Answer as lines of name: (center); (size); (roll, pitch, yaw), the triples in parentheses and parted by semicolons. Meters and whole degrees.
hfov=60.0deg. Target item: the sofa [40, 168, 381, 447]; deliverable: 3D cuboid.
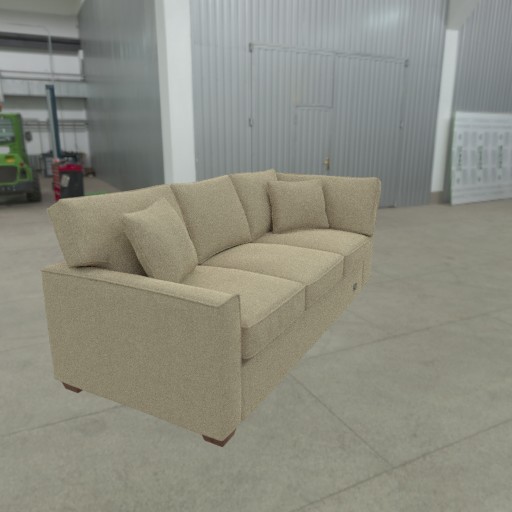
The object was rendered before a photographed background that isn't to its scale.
sofa: (0.000, 0.000, 2.825); (1.061, 0.962, 2.317); (8, 17, 27)
